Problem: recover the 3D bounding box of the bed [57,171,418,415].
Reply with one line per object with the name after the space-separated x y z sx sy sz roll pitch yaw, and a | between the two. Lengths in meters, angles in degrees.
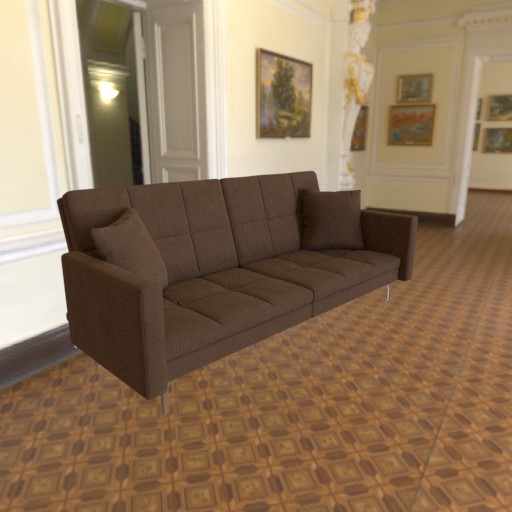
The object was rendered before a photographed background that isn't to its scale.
0.000 0.000 2.373 1.905 0.787 0.889 -14 21 -43 | bed
